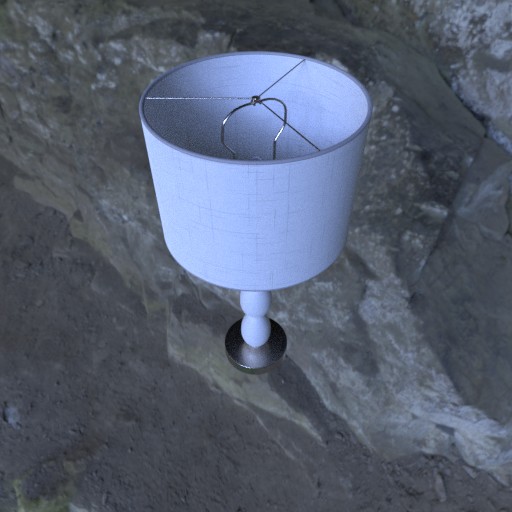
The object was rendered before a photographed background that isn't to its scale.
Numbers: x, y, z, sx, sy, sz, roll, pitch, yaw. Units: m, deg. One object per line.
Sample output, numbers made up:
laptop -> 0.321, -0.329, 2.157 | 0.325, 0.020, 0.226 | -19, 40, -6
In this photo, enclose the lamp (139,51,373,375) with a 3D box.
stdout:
lamp -> 0.000, 0.000, 0.740 | 0.282, 0.559, 0.280 | -23, 50, -20
